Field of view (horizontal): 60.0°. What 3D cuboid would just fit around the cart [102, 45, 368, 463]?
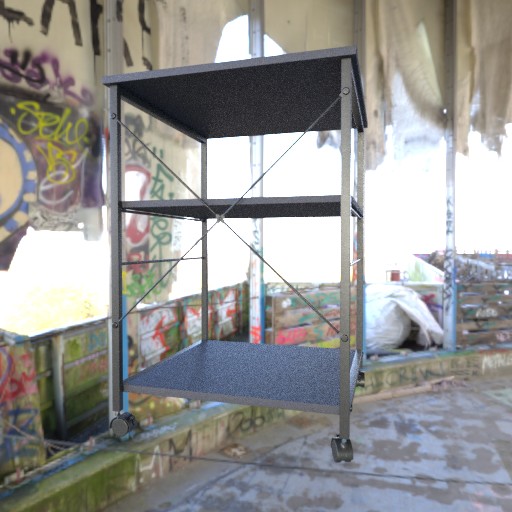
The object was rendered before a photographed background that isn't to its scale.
[{"bbox_3d":[0.000,0.000,1.115,0.521,0.762,0.520,0,2,16],"label":"cart"}]
